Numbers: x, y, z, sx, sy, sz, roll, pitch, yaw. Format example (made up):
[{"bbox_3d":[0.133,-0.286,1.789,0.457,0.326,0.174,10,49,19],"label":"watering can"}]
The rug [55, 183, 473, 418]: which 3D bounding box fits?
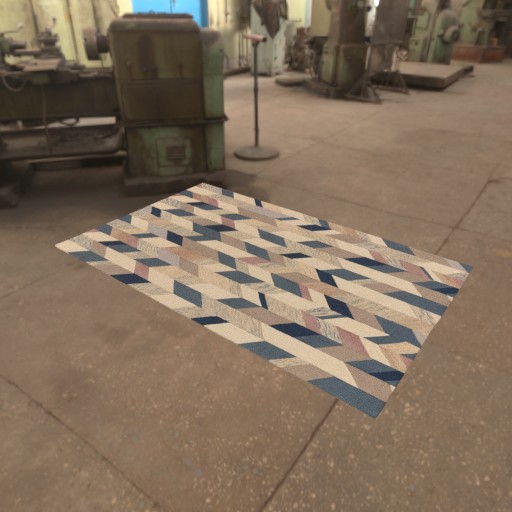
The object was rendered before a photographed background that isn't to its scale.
[{"bbox_3d":[0.000,0.000,2.997,2.423,0.008,1.513,21,37,32],"label":"rug"}]
